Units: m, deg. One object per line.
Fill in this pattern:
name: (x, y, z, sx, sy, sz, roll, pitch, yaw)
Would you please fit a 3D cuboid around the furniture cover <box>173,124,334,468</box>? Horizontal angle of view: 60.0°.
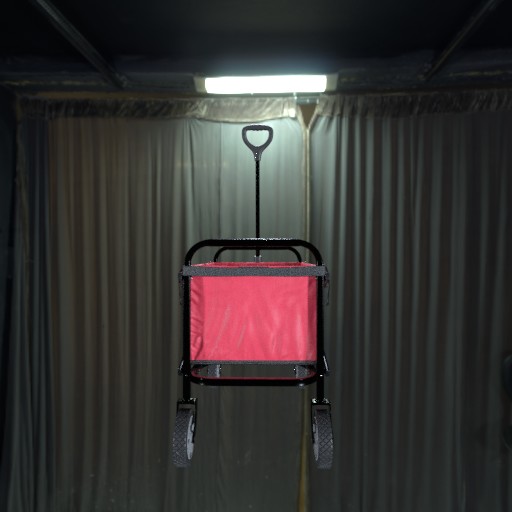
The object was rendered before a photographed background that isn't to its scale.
furniture cover: (0.000, 0.000, 1.809, 0.532, 1.295, 1.038, 0, 0, 1)
